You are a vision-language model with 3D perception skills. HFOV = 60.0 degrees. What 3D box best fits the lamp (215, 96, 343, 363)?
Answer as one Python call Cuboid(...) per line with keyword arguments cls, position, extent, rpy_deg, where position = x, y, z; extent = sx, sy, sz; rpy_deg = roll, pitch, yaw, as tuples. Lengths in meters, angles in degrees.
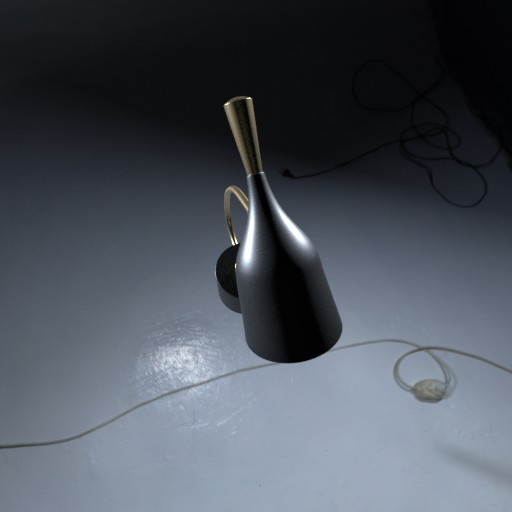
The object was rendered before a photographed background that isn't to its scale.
Cuboid(cls="lamp", position=(0.000, 0.000, 0.605), extent=(0.110, 0.464, 0.352), rpy_deg=(-16, 64, -8))
